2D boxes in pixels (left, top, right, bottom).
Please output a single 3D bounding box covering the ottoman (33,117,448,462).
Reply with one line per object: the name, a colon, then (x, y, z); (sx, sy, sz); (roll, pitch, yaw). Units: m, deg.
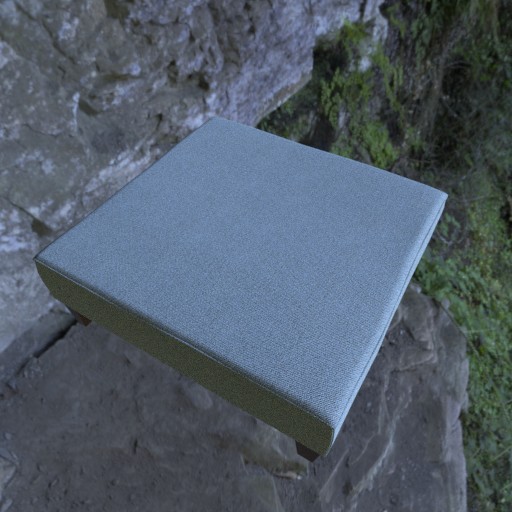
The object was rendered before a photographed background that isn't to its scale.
ottoman: (0.000, 0.000, 1.543); (1.004, 0.379, 0.968); (24, 51, 21)
